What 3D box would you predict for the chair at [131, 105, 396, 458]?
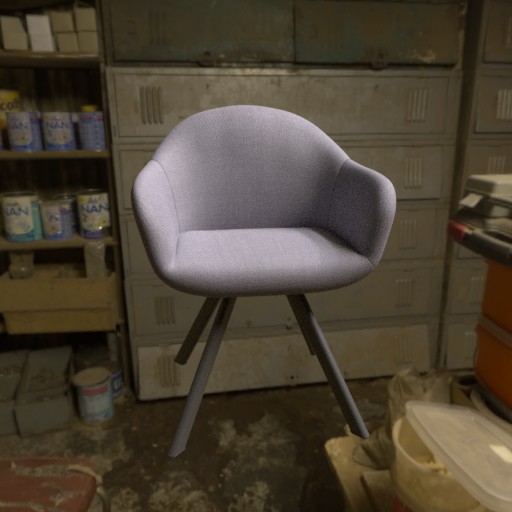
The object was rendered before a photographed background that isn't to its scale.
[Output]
[{"bbox_3d":[0.000,0.000,1.207,0.590,0.795,0.550,-2,17,-8],"label":"chair"}]
